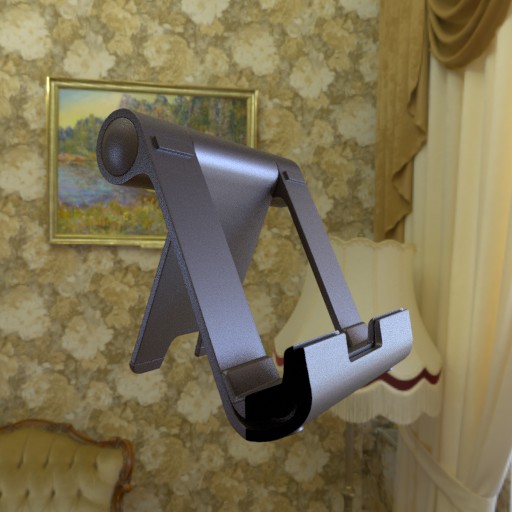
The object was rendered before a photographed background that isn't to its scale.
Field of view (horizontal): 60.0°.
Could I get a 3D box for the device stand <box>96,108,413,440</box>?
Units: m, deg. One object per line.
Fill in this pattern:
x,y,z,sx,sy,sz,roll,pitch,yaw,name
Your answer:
0.000,0.000,0.149,0.079,0.084,0.088,1,1,36,device stand
